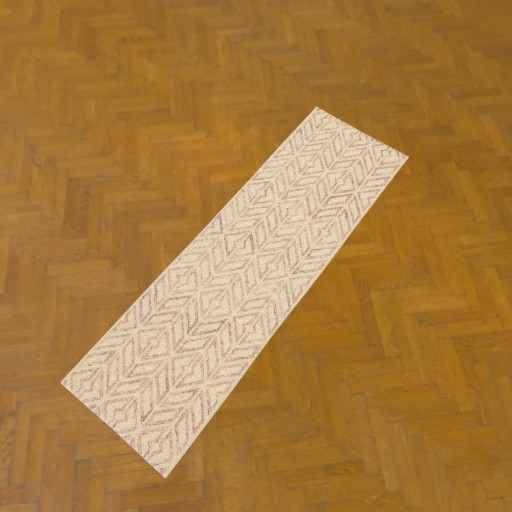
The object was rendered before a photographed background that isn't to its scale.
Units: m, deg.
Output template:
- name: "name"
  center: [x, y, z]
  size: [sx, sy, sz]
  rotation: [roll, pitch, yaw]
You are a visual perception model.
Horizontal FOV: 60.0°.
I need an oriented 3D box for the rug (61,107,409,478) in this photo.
- name: "rug"
  center: [0.000, 0.000, 2.668]
  size: [0.750, 0.009, 2.435]
  rotation: [34, 69, 15]
